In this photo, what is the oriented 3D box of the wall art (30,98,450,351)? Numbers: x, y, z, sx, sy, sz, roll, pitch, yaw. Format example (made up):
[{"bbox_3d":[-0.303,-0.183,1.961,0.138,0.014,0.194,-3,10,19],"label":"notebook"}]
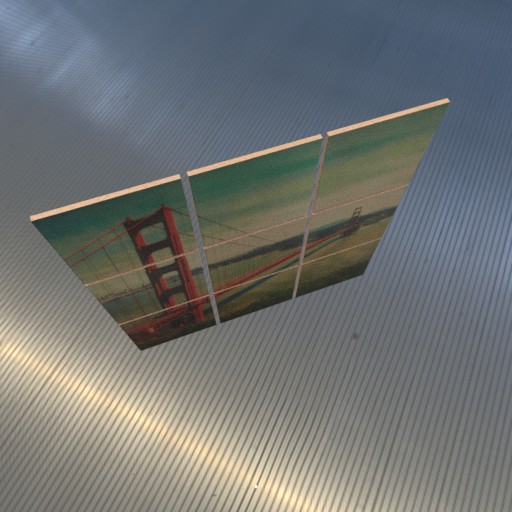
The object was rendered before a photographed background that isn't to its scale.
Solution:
[{"bbox_3d":[0.000,0.000,1.322,0.917,0.910,0.012,-18,64,-9],"label":"wall art"}]
